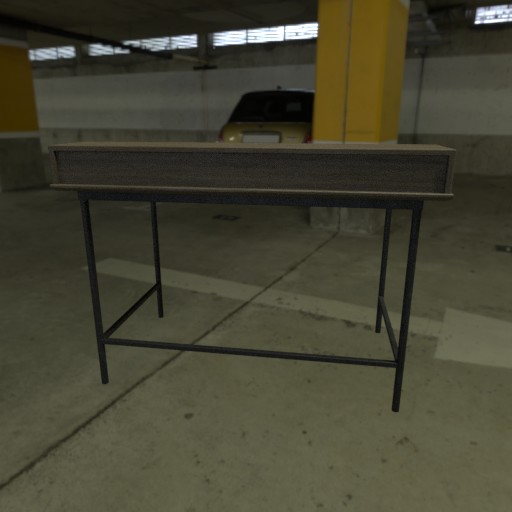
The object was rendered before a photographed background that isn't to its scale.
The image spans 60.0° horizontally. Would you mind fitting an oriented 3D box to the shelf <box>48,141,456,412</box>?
[{"bbox_3d":[0.000,0.000,1.726,1.212,0.865,0.685,3,18,9],"label":"shelf"}]
